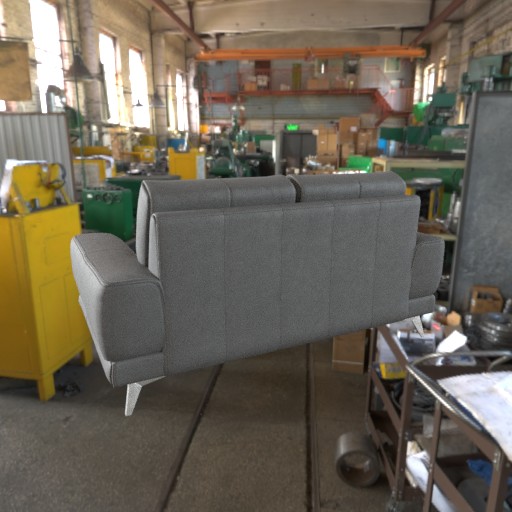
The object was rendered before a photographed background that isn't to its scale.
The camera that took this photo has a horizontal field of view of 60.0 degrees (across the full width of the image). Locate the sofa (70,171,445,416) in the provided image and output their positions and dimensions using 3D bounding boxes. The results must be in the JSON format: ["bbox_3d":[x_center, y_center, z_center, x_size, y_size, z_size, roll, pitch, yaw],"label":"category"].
[{"bbox_3d":[0.000,0.000,2.405,1.806,0.907,1.018,-7,16,-26],"label":"sofa"}]
